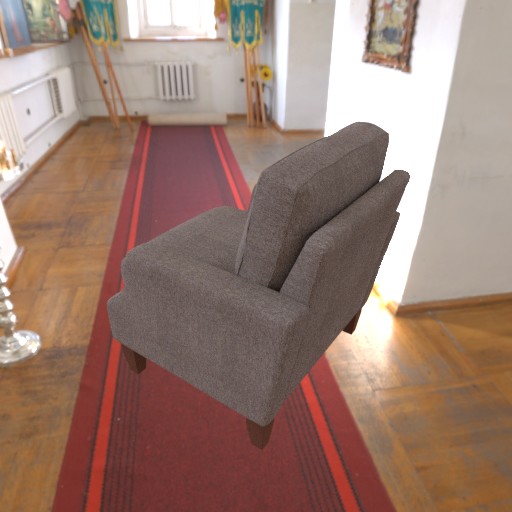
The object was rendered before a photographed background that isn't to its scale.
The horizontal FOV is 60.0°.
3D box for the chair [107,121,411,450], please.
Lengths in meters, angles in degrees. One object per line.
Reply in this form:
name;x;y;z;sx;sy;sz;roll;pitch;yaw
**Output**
chair;0.000;0.000;1.719;0.897;0.993;0.855;20;36;30
